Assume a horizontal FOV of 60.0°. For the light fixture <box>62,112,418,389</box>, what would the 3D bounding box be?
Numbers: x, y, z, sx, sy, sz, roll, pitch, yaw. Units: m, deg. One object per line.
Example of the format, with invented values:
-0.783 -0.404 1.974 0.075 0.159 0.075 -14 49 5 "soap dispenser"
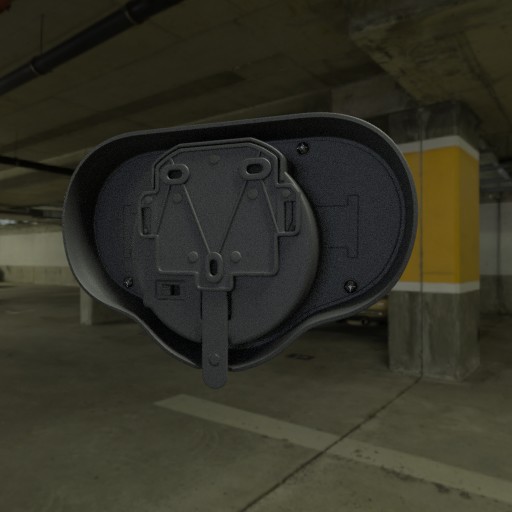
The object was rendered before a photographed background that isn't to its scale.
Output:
0.000 0.000 0.338 0.229 0.159 0.159 0 0 19 "light fixture"
